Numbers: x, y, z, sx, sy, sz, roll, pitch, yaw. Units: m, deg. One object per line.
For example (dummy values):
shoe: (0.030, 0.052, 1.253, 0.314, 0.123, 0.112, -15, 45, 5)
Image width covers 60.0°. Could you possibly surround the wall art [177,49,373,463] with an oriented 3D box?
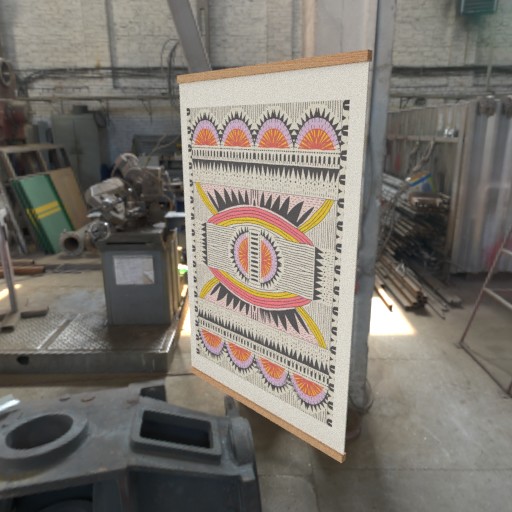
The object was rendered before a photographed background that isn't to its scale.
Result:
wall art: (0.000, 0.000, 1.925, 0.999, 1.533, 0.028, 15, 22, 43)
